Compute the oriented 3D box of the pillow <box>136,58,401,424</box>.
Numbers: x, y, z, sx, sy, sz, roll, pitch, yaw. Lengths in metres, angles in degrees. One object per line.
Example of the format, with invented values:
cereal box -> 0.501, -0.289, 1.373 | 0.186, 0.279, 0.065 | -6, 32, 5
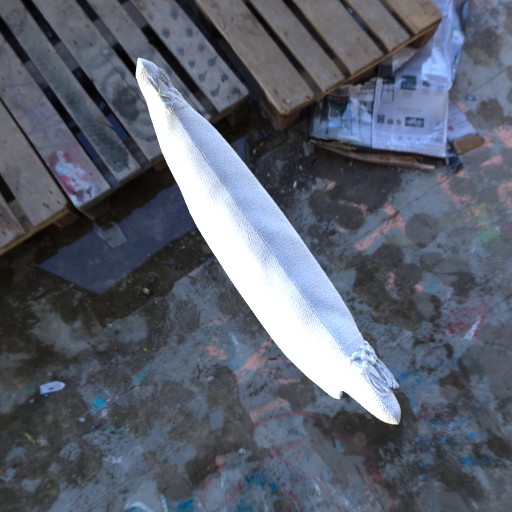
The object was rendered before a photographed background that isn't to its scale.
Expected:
pillow -> 0.000, 0.000, 0.590 | 0.084, 0.305, 0.466 | -33, 79, -8
